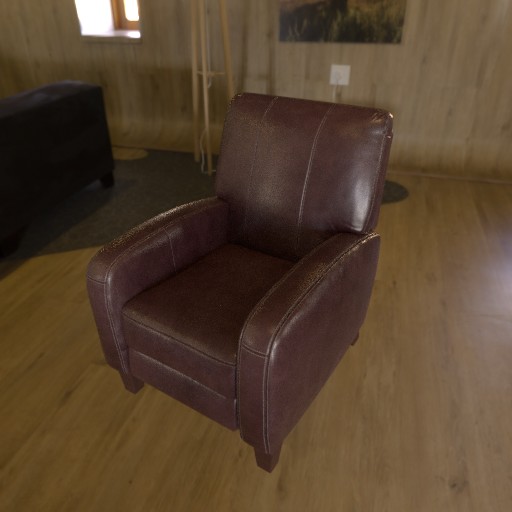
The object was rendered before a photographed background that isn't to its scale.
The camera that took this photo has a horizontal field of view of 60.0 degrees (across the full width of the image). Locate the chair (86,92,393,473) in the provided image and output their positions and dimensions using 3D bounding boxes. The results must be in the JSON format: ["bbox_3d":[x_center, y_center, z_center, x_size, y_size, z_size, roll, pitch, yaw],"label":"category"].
[{"bbox_3d":[0.000,0.000,1.634,0.762,0.990,0.990,18,35,27],"label":"chair"}]
